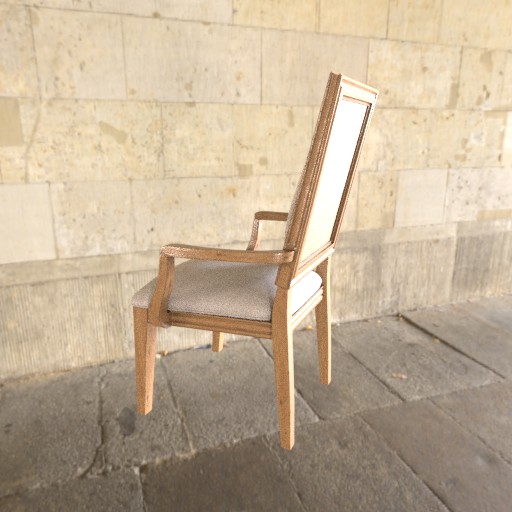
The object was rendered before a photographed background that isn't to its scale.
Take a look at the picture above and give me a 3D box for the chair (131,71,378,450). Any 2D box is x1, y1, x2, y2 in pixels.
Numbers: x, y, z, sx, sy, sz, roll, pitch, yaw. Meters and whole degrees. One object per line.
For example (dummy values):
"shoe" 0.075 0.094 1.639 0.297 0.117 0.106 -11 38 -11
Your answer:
"chair" 0.000 0.000 1.377 0.602 0.990 0.606 7 17 24
